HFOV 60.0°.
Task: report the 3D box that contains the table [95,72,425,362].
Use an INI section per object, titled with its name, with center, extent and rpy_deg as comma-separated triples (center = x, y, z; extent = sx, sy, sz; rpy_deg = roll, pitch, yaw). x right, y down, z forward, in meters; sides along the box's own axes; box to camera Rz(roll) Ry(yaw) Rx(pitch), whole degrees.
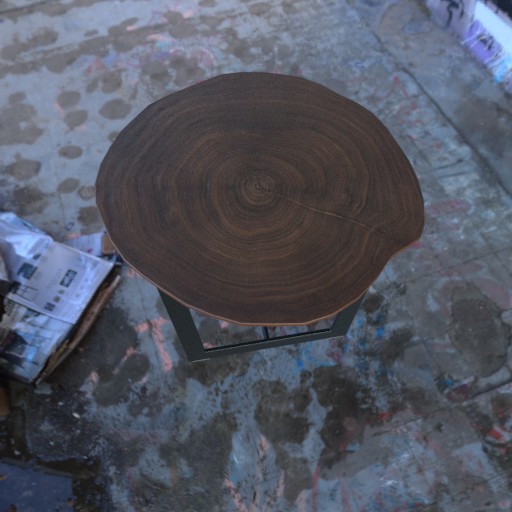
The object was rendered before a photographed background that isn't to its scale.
[table]
center = 0.000, 0.000, 0.879
extent = 0.477, 0.476, 0.494
rpy_deg = -18, 61, -10
